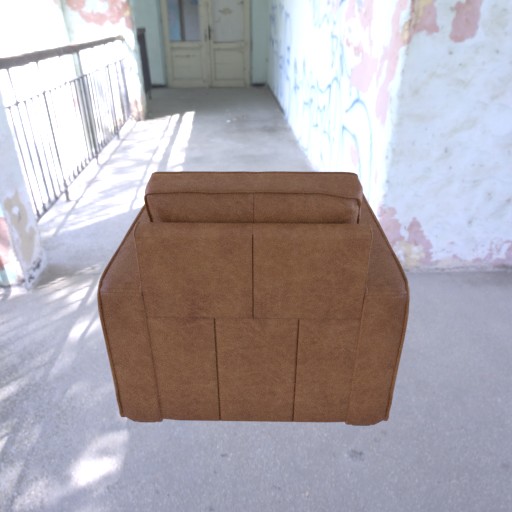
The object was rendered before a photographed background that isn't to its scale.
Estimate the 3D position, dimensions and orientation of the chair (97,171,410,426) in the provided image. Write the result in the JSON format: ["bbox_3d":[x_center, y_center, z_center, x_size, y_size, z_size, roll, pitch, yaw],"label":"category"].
[{"bbox_3d":[0.000,0.000,1.777,0.987,0.901,1.027,-1,29,-2],"label":"chair"}]
